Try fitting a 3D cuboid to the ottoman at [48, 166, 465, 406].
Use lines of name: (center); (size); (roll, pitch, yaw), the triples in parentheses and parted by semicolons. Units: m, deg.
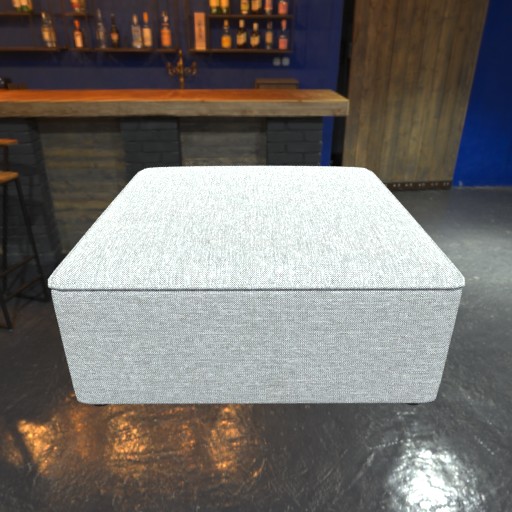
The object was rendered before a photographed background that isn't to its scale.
ottoman: (0.000, 0.000, 1.549); (1.005, 0.455, 1.005); (0, 26, 0)
